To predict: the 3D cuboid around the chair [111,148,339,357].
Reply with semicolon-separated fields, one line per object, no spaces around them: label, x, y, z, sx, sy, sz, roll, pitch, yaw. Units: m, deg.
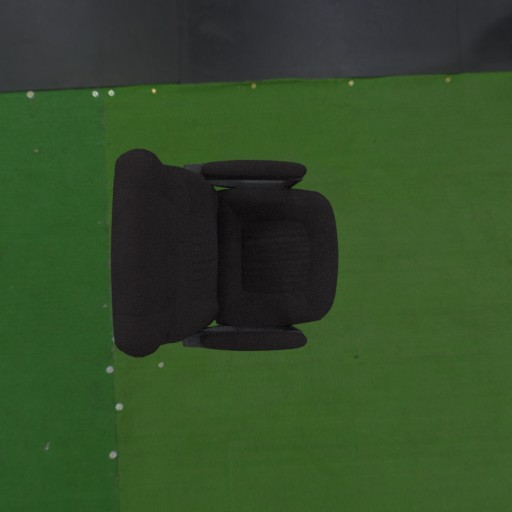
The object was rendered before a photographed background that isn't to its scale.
chair;0.000;0.000;1.586;0.724;1.105;0.667;0;89;-1
